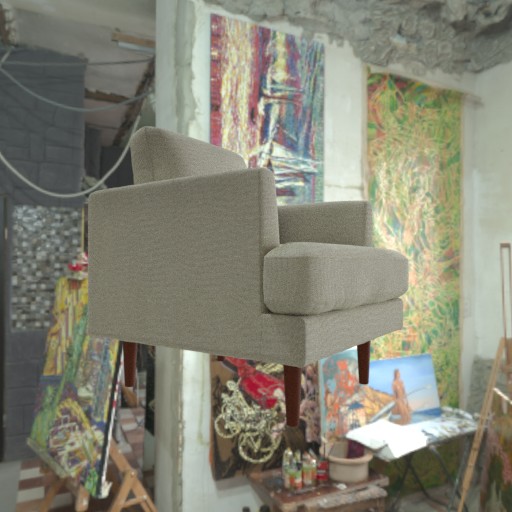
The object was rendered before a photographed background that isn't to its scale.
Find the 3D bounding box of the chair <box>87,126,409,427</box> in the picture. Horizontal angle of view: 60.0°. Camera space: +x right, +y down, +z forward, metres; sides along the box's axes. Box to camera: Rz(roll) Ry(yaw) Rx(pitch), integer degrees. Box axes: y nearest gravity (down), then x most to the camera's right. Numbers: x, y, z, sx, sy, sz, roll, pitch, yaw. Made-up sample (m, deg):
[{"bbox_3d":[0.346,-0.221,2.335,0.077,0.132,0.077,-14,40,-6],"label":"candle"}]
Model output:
[{"bbox_3d":[0.000,0.000,1.643,0.899,0.957,0.858,-1,-1,35],"label":"chair"}]
